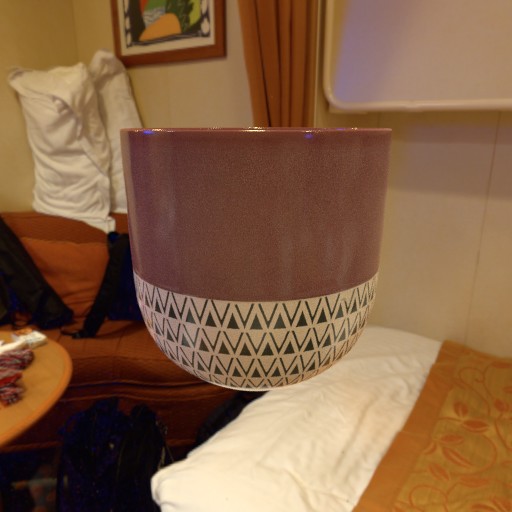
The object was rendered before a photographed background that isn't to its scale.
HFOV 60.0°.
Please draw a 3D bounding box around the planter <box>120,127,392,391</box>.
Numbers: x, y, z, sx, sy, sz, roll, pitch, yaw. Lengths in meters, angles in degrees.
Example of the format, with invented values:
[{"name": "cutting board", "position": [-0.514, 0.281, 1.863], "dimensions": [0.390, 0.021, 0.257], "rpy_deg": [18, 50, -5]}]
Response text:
[{"name": "planter", "position": [0.000, 0.000, 0.487], "dimensions": [0.266, 0.270, 0.266], "rpy_deg": [0, 17, 0]}]
